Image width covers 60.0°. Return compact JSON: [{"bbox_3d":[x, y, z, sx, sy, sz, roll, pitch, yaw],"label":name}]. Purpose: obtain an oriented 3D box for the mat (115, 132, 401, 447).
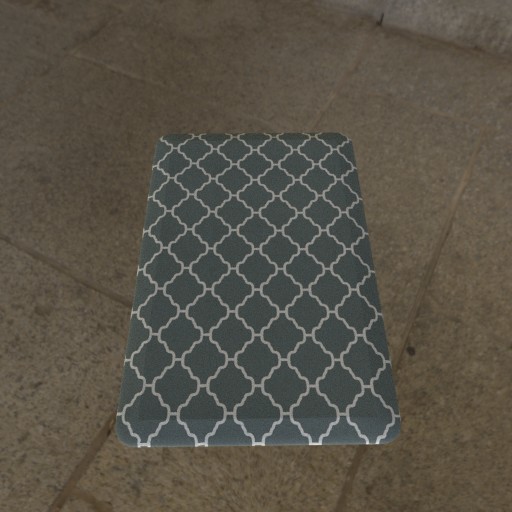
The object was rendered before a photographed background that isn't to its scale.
[{"bbox_3d":[0.000,0.000,0.961,0.508,0.021,0.762,-1,59,0],"label":"mat"}]
